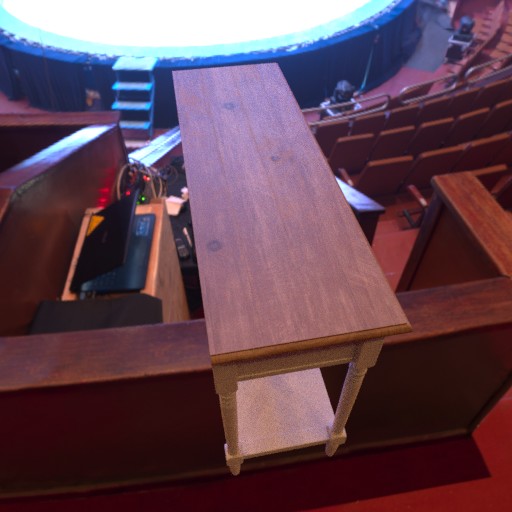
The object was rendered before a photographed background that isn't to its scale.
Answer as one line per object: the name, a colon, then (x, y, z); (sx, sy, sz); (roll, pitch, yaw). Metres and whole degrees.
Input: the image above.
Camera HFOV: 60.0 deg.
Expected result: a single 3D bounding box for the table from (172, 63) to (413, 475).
table: (0.000, 0.000, 1.537); (0.399, 0.800, 1.219); (-8, 48, -7)
